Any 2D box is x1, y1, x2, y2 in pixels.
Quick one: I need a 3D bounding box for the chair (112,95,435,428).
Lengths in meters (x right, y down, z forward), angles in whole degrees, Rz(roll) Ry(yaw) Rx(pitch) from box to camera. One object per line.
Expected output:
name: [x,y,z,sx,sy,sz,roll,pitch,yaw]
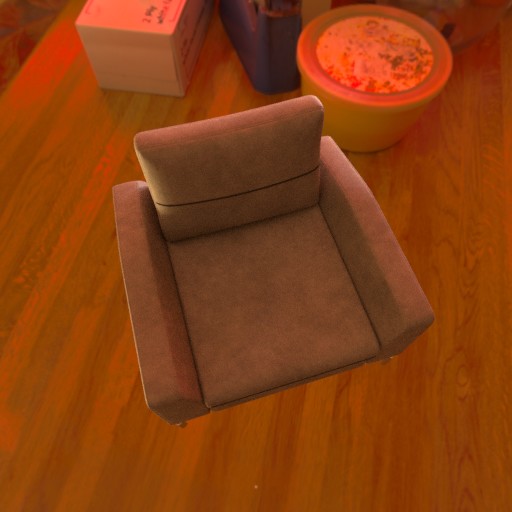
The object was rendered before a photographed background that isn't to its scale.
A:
chair: [0.000,0.000,1.586,0.900,0.800,0.900,-15,64,-8]
